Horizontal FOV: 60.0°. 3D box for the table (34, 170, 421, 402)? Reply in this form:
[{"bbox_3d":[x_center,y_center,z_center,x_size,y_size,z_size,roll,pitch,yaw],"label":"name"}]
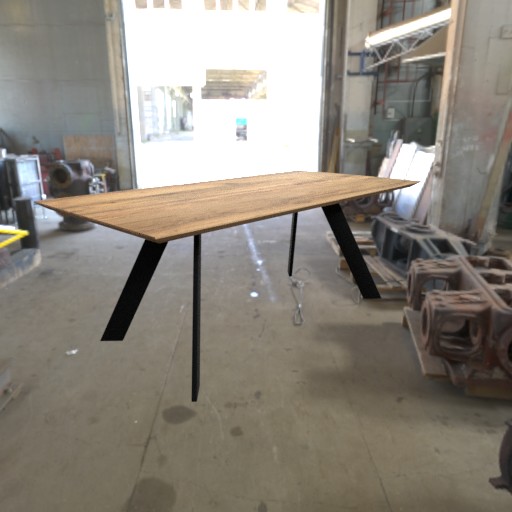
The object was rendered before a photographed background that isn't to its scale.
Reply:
[{"bbox_3d":[0.000,0.000,2.571,1.000,0.770,2.000,15,23,41],"label":"table"}]
